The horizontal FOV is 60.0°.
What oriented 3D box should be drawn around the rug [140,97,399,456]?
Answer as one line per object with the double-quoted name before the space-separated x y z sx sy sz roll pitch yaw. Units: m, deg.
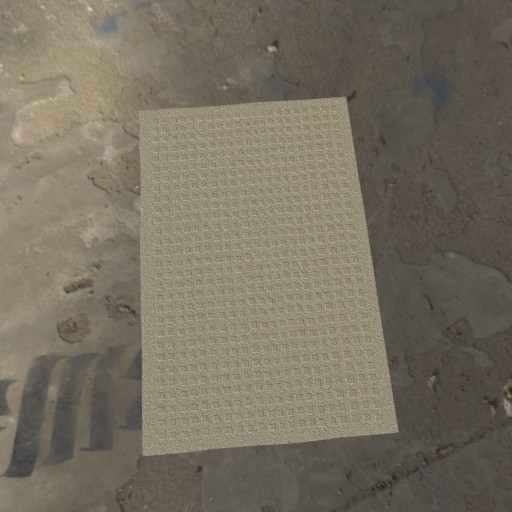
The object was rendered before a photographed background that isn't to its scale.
"rug" 0.000 0.000 2.205 1.143 0.006 1.747 -4 74 -1
